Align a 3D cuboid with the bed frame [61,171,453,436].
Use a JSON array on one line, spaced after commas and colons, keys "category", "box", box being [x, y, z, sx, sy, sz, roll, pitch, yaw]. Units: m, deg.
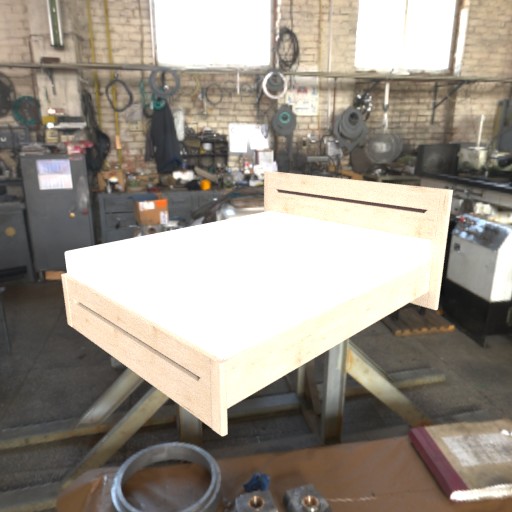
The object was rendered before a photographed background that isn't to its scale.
[{"category": "bed frame", "box": [0.000, 0.000, 3.116, 1.800, 0.900, 2.080, 16, 23, 43]}]
